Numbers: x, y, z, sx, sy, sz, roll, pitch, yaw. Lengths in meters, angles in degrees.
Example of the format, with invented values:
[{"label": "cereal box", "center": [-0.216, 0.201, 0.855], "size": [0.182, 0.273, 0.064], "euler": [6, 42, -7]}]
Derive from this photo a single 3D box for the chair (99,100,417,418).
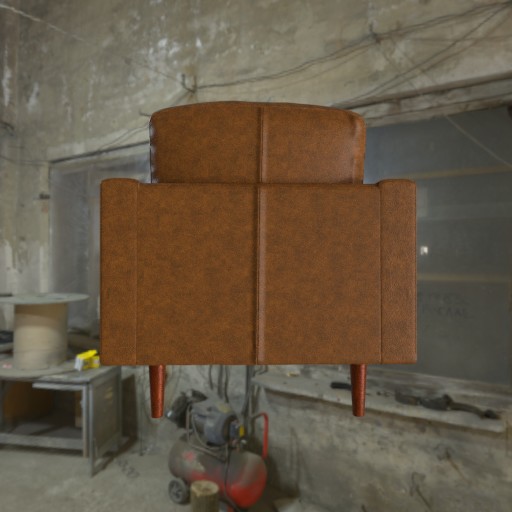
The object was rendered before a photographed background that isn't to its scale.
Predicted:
[{"label": "chair", "center": [0.000, 0.000, 1.688], "size": [0.890, 0.956, 0.909], "euler": [0, 0, -1]}]
